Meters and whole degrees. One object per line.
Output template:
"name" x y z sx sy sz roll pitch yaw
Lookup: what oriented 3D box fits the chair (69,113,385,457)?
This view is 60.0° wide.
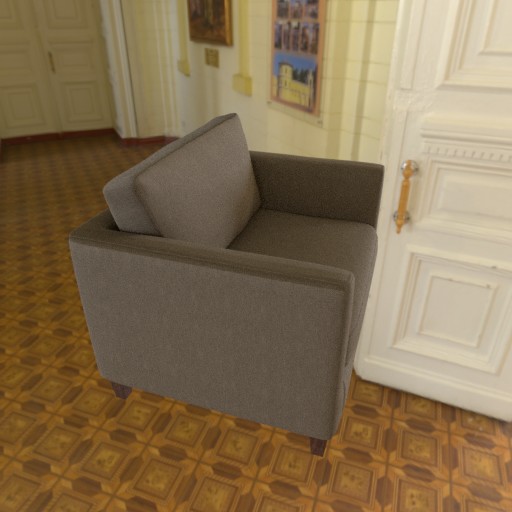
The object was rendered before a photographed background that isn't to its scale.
"chair" 0.000 0.000 1.865 0.959 0.963 1.107 10 31 16
